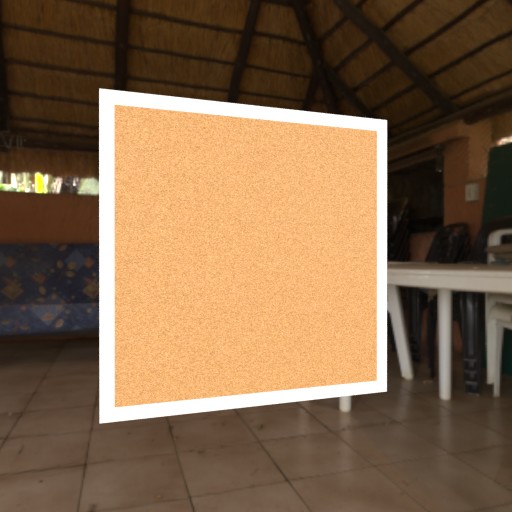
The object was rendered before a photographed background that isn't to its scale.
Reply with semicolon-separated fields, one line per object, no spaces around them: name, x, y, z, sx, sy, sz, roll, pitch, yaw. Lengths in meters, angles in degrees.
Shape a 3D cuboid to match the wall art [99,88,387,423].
wall art;0.000;0.000;1.146;0.762;0.762;0.038;0;0;-18
